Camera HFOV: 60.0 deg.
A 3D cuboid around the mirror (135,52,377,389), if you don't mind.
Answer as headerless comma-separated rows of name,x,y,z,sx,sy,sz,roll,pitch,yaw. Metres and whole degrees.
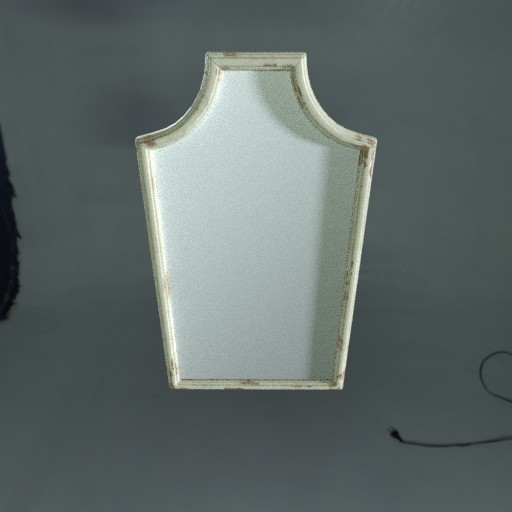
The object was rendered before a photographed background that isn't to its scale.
mirror,0.000,0.000,0.856,0.403,0.717,0.022,0,30,0
